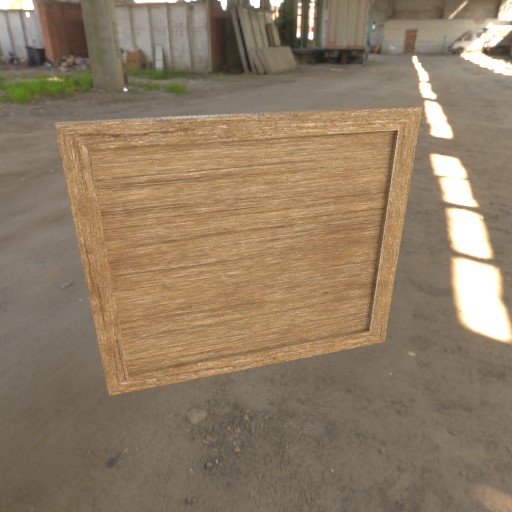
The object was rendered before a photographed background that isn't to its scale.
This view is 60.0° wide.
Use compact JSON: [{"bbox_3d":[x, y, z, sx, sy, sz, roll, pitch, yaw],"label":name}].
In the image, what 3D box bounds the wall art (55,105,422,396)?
[{"bbox_3d":[0.000,0.000,0.950,0.690,0.588,0.026,-7,28,-14],"label":"wall art"}]
